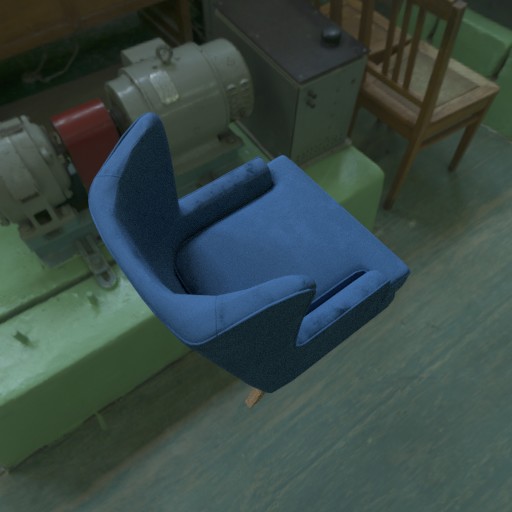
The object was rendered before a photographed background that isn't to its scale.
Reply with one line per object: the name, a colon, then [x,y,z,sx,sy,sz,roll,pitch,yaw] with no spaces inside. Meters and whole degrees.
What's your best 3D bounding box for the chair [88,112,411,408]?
chair: [0.000,0.000,1.651,0.910,0.952,0.793,-32,63,-19]
